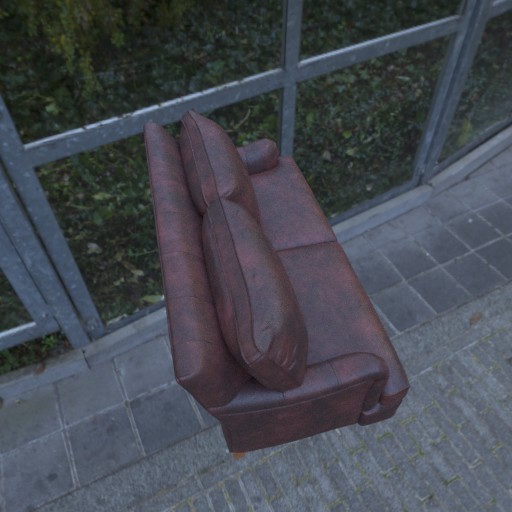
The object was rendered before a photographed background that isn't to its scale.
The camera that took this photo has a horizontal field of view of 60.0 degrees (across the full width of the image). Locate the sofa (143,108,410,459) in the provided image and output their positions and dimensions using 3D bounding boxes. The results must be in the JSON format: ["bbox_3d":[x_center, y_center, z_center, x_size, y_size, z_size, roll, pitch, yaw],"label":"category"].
[{"bbox_3d":[0.000,0.000,2.826,1.147,1.071,2.144,-10,47,-9],"label":"sofa"}]
